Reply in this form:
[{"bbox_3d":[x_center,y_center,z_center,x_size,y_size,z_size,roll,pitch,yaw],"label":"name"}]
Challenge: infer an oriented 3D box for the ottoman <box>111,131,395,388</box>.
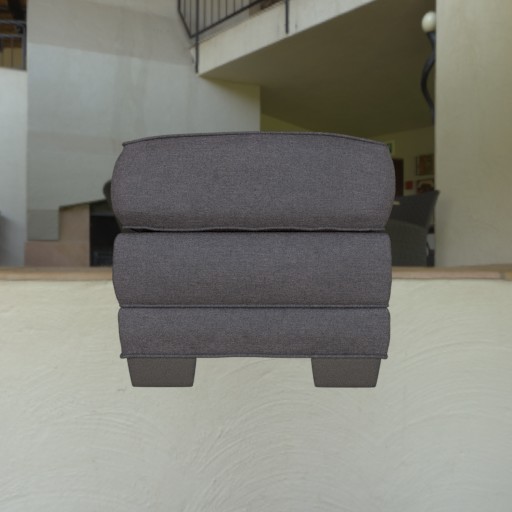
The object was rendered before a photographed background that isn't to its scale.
[{"bbox_3d":[0.000,0.000,1.152,0.490,0.448,0.864,0,0,0],"label":"ottoman"}]
